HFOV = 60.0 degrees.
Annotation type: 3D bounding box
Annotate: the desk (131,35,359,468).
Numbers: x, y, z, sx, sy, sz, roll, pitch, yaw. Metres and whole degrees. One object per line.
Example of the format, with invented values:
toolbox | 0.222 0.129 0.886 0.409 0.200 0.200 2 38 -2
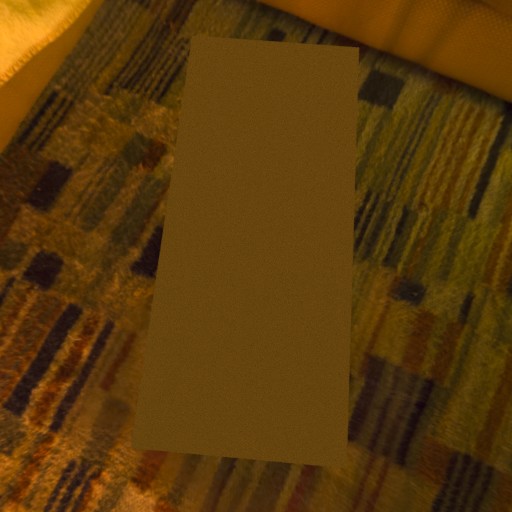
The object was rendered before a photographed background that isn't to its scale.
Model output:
desk | 0.000 0.000 1.705 0.589 0.762 1.313 5 75 1
